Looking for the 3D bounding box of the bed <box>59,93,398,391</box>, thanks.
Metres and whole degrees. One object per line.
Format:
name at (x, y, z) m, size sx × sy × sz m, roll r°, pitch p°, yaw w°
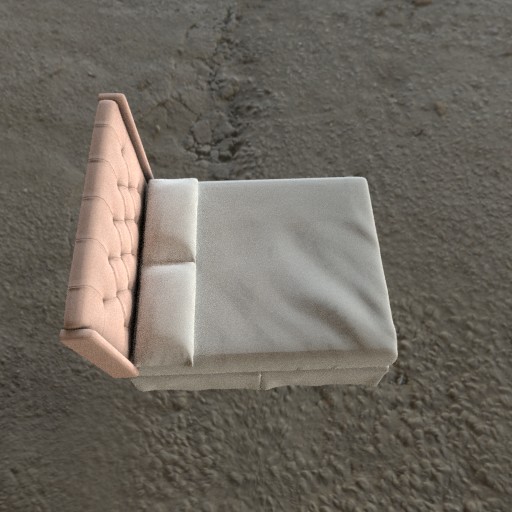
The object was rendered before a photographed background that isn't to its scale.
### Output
bed at (0.000, 0.000, 3.346) m, size 2.066 × 1.665 × 1.719 m, roll -2°, pitch 64°, yaw -1°
